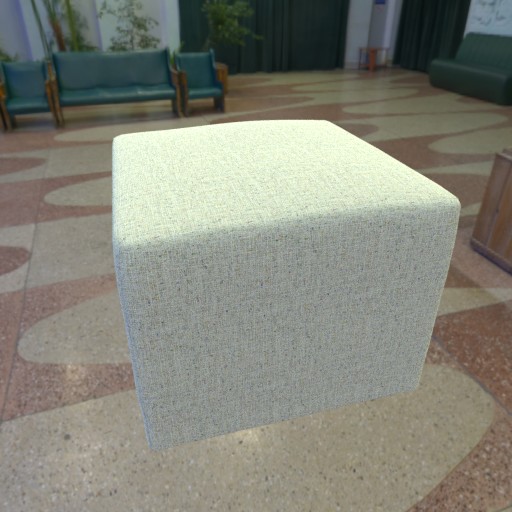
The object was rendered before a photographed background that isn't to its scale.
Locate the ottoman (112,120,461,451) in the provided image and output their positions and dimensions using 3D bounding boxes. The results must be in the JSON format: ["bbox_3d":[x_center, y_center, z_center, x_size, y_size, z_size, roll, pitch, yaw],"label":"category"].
[{"bbox_3d":[0.000,0.000,0.898,0.512,0.453,0.521,-8,31,-13],"label":"ottoman"}]
